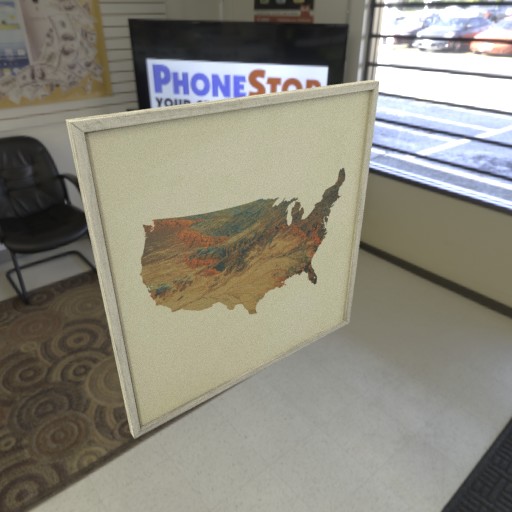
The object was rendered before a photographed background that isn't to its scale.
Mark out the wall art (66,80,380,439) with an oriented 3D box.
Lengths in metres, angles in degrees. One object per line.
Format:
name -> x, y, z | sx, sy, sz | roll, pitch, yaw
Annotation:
wall art -> 0.000, 0.000, 0.737 | 0.508, 0.507, 0.016 | -20, 35, -31
